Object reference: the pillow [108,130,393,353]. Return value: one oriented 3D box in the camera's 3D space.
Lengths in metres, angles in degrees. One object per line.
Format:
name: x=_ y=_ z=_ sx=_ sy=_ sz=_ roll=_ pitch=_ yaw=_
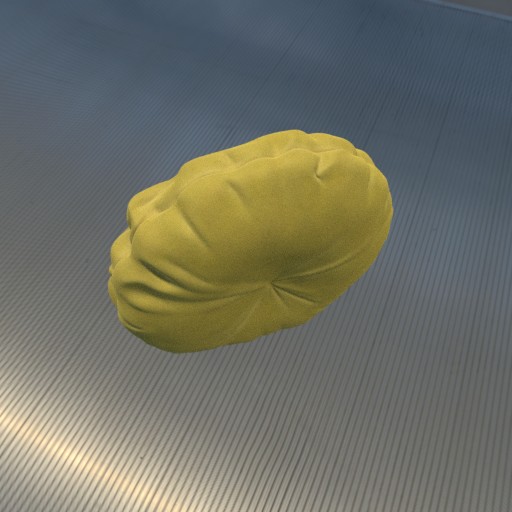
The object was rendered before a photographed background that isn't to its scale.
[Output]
pillow: x=0.000 y=0.000 z=0.647 sx=0.428 sy=0.407 sz=0.148 roll=-18 pitch=58 yaw=-12
